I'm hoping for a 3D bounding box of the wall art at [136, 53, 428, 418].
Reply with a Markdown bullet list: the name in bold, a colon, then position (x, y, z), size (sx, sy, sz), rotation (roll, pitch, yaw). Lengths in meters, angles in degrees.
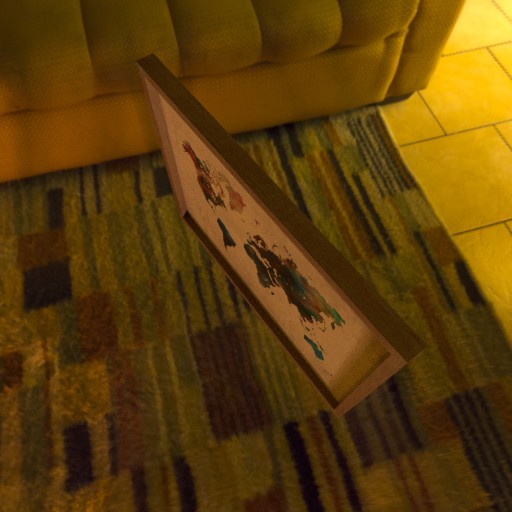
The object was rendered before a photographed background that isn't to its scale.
- **wall art**: position (0.000, 0.000, 1.769), size (0.070, 1.009, 1.320), rotation (-33, 67, -16)
